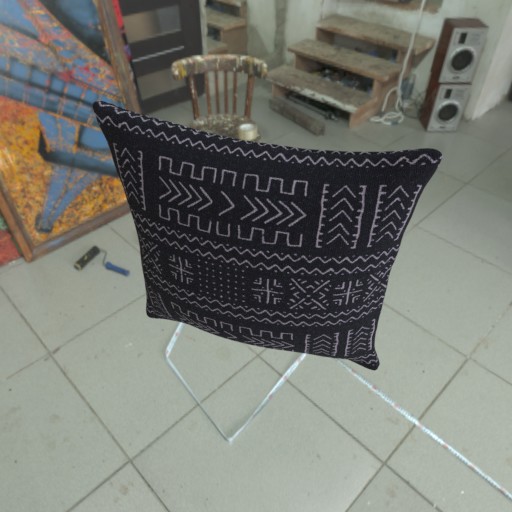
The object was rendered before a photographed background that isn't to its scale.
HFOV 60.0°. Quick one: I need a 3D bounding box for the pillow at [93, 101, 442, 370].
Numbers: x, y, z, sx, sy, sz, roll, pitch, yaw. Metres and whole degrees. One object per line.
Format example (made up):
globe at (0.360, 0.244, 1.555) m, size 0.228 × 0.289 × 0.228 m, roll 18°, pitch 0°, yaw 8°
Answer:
pillow at (0.000, 0.000, 0.667) m, size 0.438 × 0.430 × 0.164 m, roll 11°, pitch 44°, yaw 12°
